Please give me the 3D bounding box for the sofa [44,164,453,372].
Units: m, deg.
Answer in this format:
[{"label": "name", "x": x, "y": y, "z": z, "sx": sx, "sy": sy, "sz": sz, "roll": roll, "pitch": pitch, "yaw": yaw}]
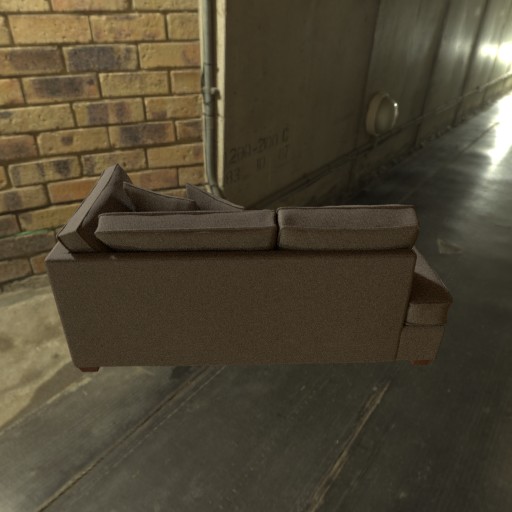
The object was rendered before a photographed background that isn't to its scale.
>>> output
[{"label": "sofa", "x": 0.000, "y": 0.000, "z": 2.929, "sx": 2.237, "sy": 1.033, "sz": 1.110, "roll": -1, "pitch": 31, "yaw": -1}]
